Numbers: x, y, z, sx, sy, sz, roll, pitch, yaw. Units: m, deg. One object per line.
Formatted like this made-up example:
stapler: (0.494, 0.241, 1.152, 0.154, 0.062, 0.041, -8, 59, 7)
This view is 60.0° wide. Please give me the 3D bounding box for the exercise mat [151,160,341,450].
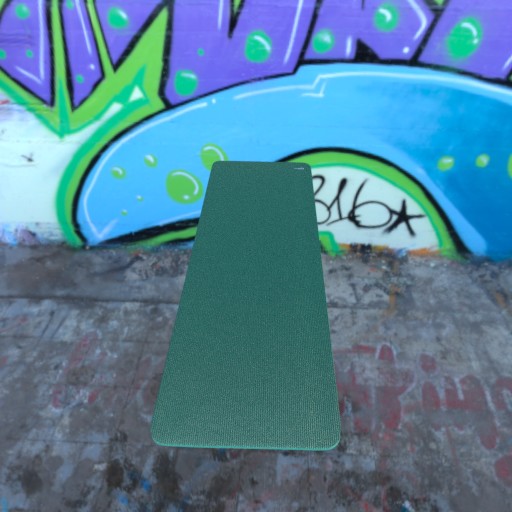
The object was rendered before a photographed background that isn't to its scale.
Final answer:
exercise mat: (0.000, 0.000, 2.101, 0.616, 0.021, 1.869, 1, 40, 2)
